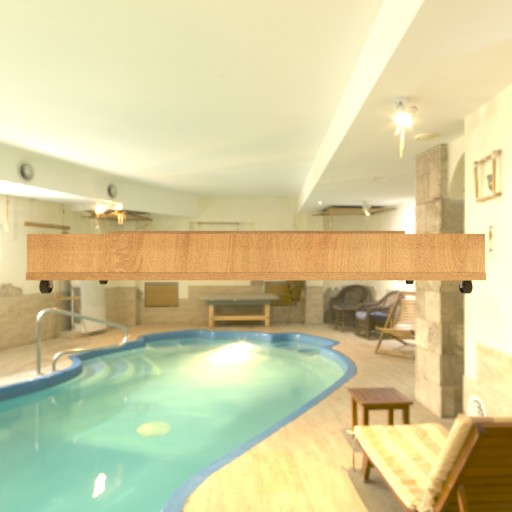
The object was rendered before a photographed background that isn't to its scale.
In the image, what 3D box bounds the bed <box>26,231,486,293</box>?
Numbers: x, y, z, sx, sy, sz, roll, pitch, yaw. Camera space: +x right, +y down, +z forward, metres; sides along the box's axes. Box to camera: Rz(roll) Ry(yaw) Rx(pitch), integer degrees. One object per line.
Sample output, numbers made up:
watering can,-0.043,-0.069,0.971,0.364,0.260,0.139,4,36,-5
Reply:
bed,0.000,0.000,1.483,1.200,0.209,0.685,0,0,0
